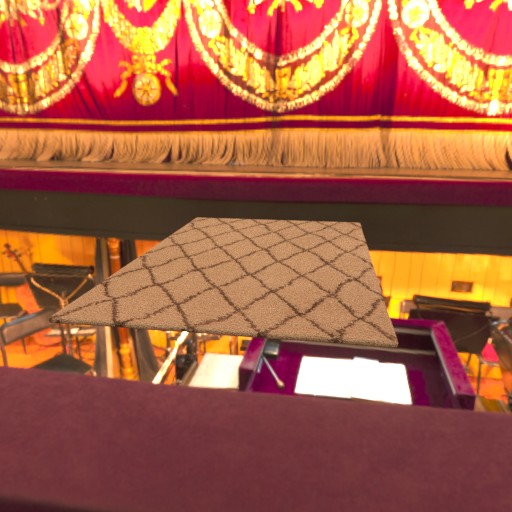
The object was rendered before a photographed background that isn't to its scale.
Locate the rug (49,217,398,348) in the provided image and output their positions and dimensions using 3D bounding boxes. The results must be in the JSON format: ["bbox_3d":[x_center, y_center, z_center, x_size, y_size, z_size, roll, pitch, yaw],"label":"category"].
[{"bbox_3d":[0.000,0.000,3.485,1.778,0.030,2.743,3,16,9],"label":"rug"}]
